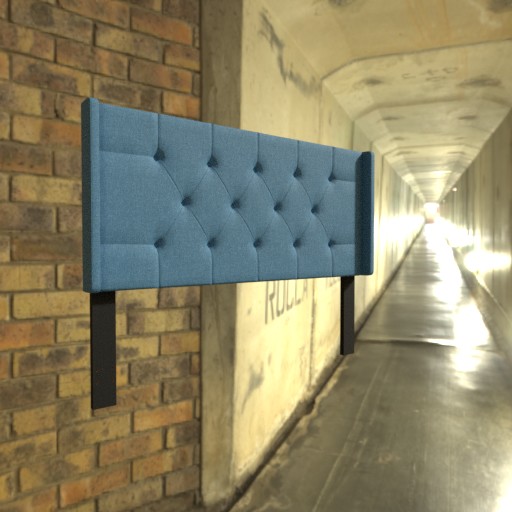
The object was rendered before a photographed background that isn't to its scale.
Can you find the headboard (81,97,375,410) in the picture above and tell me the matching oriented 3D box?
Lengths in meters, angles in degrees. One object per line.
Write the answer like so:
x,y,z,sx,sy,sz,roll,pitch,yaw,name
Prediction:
0.000,0.000,2.749,2.051,1.524,0.184,-1,2,-37,headboard
